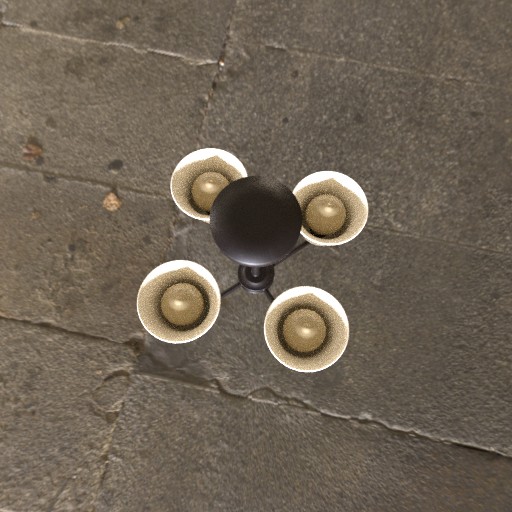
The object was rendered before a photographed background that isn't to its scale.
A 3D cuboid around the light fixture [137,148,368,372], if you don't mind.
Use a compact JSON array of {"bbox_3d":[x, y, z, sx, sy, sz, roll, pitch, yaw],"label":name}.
[{"bbox_3d":[0.000,0.000,1.878,1.069,0.925,1.069,-32,77,-8],"label":"light fixture"}]
